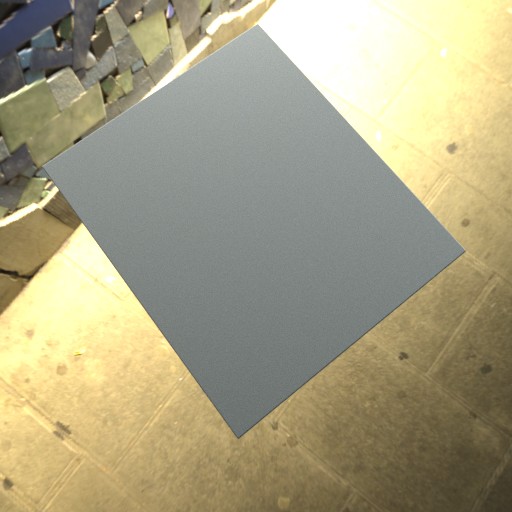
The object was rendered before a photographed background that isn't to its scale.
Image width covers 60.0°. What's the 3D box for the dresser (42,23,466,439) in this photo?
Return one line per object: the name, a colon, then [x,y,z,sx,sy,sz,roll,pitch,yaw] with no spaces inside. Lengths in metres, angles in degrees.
dresser: [0.000,0.000,0.809,0.360,0.560,0.400,-37,79,-8]
